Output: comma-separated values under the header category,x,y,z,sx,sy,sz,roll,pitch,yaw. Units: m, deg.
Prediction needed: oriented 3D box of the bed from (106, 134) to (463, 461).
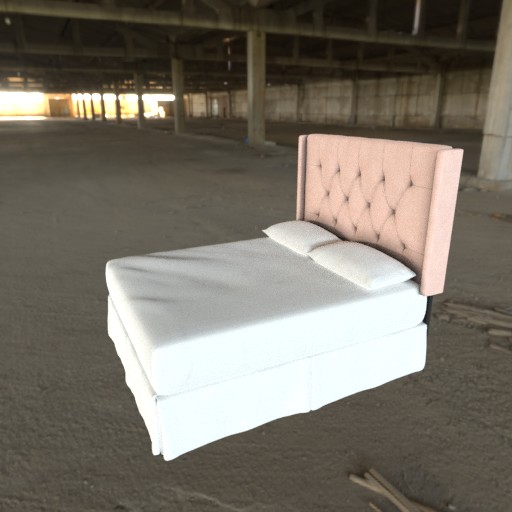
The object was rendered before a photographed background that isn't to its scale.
category,x,y,z,sx,sy,sz,roll,pitch,yaw
bed,0.000,0.000,3.331,2.066,1.665,1.719,-9,21,-25
